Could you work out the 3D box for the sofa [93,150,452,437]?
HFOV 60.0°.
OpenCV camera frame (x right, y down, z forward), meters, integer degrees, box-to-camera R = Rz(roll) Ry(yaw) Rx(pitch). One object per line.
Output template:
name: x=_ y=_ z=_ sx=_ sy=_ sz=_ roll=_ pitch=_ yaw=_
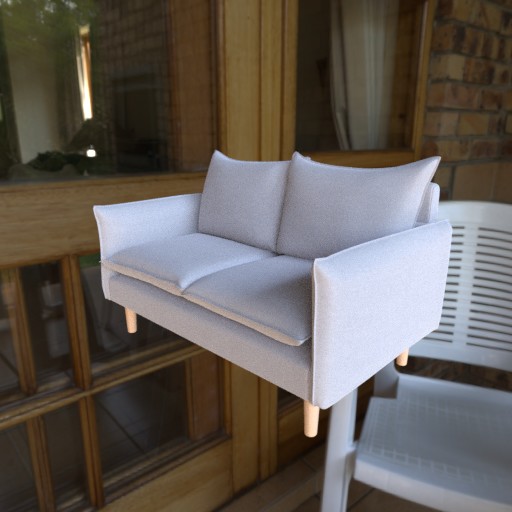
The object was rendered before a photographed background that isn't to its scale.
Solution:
sofa: x=0.000 y=0.000 z=1.859 sx=1.300 sy=0.840 sz=0.820 roll=15 pitch=21 yaw=42
